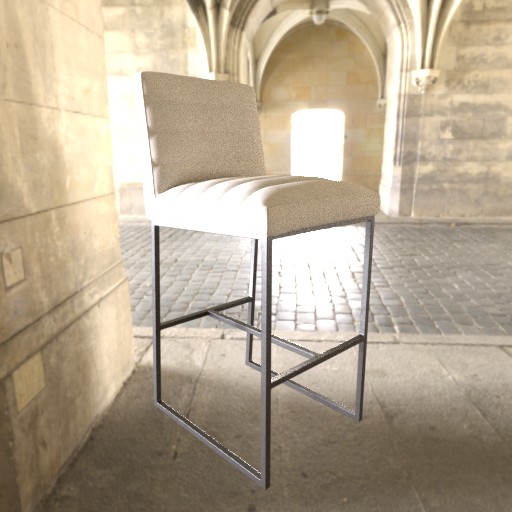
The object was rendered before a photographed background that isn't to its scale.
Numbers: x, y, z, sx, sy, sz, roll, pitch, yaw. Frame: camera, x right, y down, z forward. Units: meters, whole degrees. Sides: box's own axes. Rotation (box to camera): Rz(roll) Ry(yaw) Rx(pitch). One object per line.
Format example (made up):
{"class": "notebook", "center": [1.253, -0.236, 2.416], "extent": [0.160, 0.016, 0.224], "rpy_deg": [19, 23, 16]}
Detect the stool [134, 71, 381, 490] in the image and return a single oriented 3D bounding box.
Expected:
{"class": "stool", "center": [0.000, 0.000, 1.336], "extent": [0.464, 1.061, 0.573], "rpy_deg": [-13, 18, -42]}
